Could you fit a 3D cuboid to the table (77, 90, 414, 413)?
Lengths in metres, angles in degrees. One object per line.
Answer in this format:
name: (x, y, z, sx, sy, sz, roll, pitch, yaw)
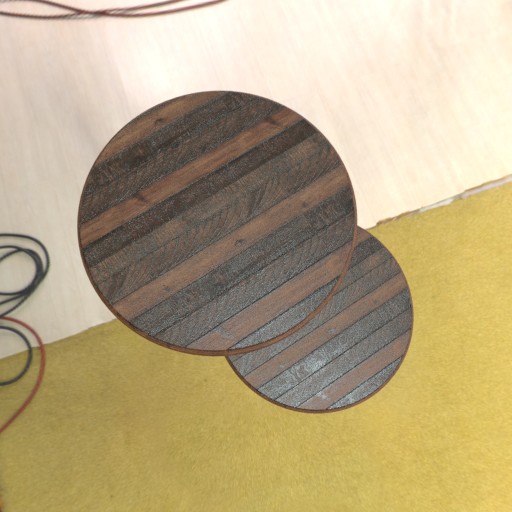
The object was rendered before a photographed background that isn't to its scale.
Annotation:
table: (0.000, 0.000, 1.602, 1.152, 0.516, 0.870, 31, 78, 8)
